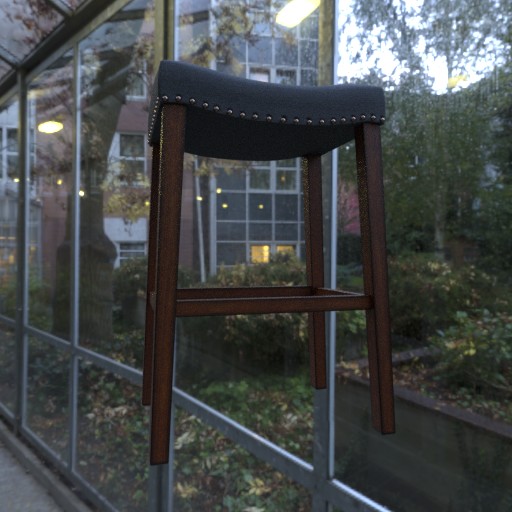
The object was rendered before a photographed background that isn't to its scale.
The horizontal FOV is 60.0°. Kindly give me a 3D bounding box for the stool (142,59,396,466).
[{"bbox_3d":[0.000,0.000,1.032,0.502,0.748,0.366,0,0,-17],"label":"stool"}]
